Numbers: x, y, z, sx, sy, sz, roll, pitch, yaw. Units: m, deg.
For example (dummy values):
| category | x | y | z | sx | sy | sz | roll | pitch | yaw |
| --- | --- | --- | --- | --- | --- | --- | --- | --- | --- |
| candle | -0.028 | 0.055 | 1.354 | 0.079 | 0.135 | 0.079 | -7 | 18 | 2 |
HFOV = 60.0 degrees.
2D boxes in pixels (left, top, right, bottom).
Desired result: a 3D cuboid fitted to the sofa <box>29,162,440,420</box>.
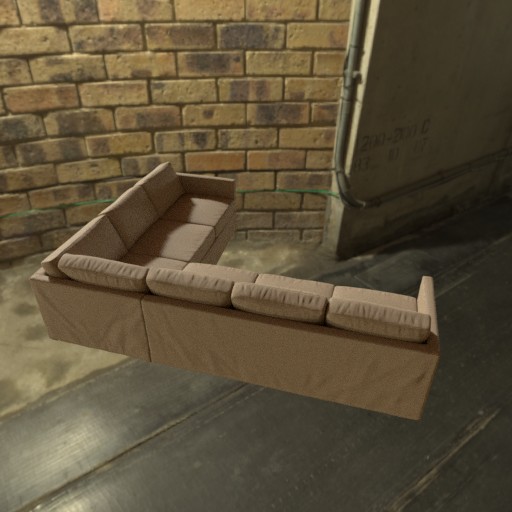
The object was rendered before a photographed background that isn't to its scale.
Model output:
| category | x | y | z | sx | sy | sz | roll | pitch | yaw |
| --- | --- | --- | --- | --- | --- | --- | --- | --- | --- |
| sofa | 0.000 | 0.000 | 4.337 | 3.182 | 0.871 | 2.432 | 9 | 34 | 13 |
